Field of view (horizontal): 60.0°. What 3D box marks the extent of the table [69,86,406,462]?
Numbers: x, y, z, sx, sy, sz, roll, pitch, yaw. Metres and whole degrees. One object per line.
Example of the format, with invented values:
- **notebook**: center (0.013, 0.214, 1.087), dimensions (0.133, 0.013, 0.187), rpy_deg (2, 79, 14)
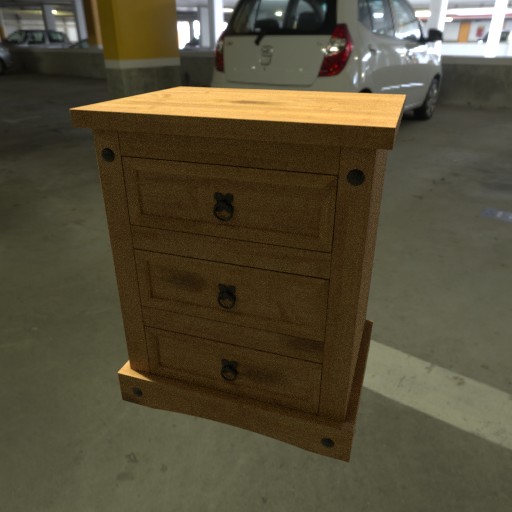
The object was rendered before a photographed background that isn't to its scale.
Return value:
- **table**: center (0.000, 0.000, 1.223), dimensions (0.660, 0.813, 0.500), rpy_deg (9, 28, 17)
